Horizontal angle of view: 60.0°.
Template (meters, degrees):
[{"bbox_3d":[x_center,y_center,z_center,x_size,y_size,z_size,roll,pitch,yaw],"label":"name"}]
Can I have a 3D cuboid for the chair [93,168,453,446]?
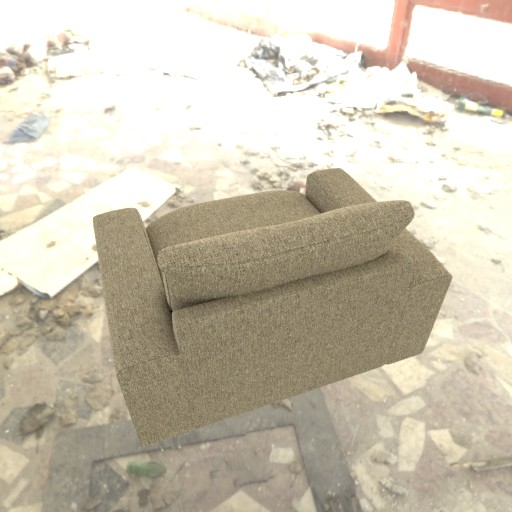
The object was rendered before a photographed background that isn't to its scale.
[{"bbox_3d":[0.000,0.000,2.112,1.398,0.915,1.039,-13,42,-15],"label":"chair"}]
